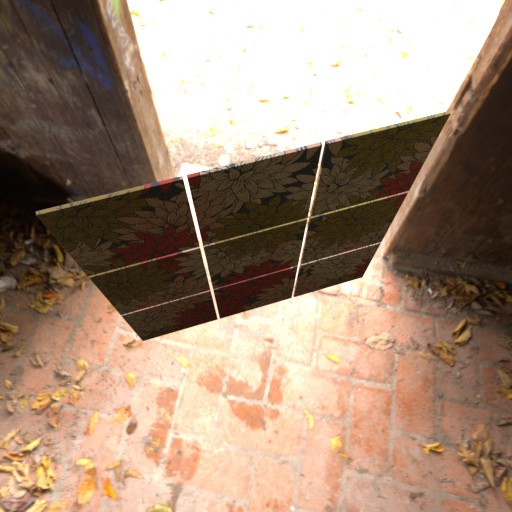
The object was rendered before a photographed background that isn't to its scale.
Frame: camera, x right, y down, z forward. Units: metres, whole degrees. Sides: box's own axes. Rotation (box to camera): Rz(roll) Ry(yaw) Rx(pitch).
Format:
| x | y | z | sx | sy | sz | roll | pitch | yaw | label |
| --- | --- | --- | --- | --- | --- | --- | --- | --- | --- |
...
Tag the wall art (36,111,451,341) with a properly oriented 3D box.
| x | y | z | sx | sy | sz | roll | pitch | yaw | label |
| --- | --- | --- | --- | --- | --- | --- | --- | --- | --- |
| 0.000 | 0.000 | 1.785 | 1.206 | 1.218 | 0.013 | -15 | 65 | -7 | wall art |
